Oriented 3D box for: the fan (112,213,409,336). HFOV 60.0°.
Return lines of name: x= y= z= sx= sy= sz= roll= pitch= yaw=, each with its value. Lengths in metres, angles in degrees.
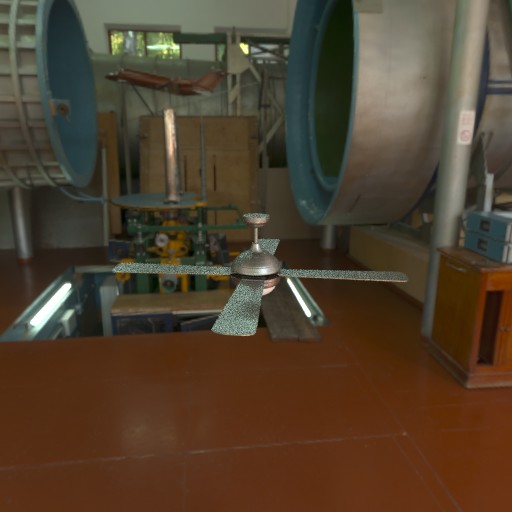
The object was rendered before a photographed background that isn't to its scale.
fan: x=0.000 y=0.000 z=2.070 sx=1.321 sy=0.381 sz=1.321 roll=8 pitch=17 yaw=26
